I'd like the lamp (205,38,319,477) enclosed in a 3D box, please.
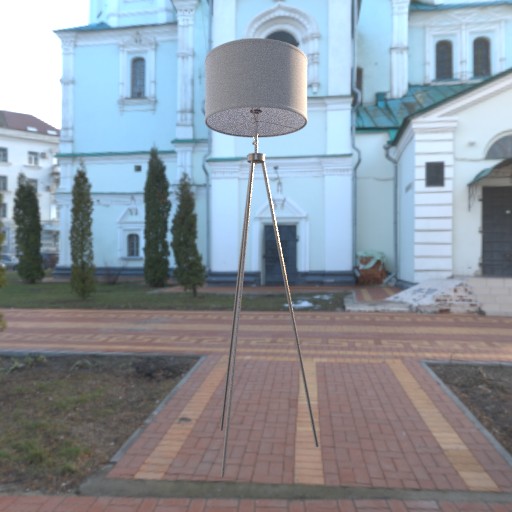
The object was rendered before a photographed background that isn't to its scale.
[{"bbox_3d":[0.000,0.000,1.748,0.448,1.545,0.458,0,0,19],"label":"lamp"}]
